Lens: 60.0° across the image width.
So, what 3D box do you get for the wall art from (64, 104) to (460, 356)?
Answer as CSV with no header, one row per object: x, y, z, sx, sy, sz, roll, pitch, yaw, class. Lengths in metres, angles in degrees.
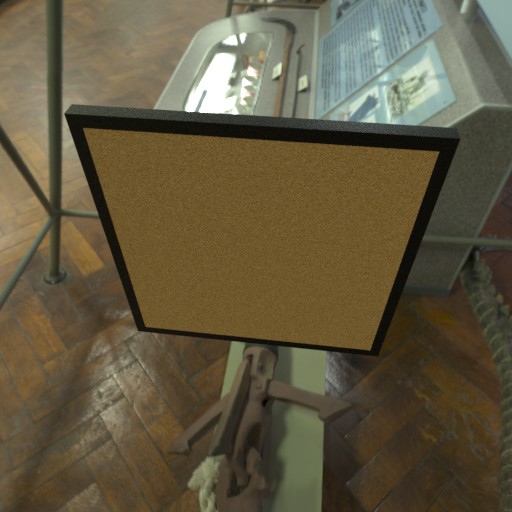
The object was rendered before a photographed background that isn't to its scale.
0.000,0.000,1.135,0.762,0.762,0.038,5,47,5,wall art
